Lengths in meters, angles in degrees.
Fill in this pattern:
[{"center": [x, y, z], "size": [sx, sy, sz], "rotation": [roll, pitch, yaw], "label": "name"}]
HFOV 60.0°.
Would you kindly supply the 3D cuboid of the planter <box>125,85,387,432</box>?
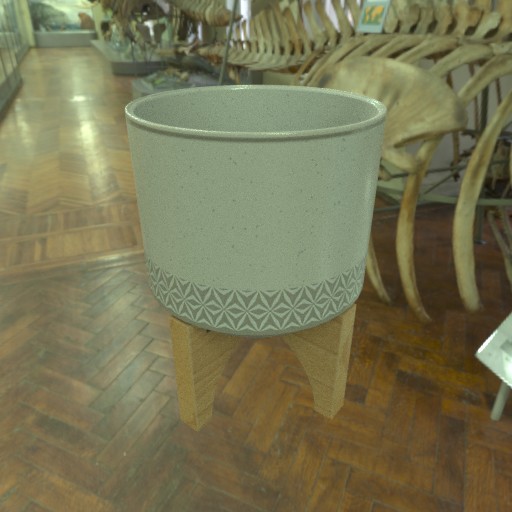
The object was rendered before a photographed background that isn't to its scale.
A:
[{"center": [0.000, 0.000, 0.268], "size": [0.130, 0.178, 0.130], "rotation": [0, 29, 0], "label": "planter"}]
